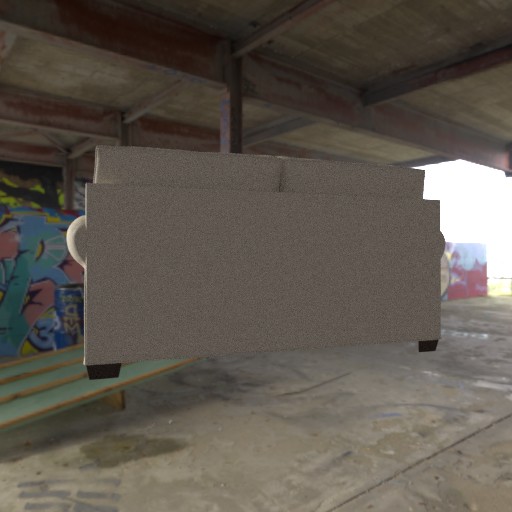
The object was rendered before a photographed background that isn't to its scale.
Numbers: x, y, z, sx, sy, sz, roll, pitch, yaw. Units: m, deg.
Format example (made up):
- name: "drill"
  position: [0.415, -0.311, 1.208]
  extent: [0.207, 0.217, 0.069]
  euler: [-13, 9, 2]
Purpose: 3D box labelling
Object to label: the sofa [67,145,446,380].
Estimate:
- name: "sofa"
  position: [0.000, 0.000, 2.306]
  extent: [1.774, 0.933, 0.861]
  euler: [0, 0, -18]
